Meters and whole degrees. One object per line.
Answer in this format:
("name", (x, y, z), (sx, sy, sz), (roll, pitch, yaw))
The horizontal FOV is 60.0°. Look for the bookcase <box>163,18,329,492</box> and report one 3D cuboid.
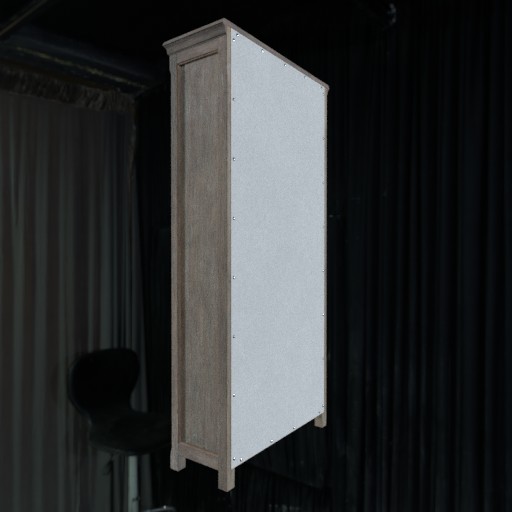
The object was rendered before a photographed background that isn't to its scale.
("bookcase", (0.000, 0.000, 2.207), (0.348, 1.880, 0.906), (0, 1, 36))
